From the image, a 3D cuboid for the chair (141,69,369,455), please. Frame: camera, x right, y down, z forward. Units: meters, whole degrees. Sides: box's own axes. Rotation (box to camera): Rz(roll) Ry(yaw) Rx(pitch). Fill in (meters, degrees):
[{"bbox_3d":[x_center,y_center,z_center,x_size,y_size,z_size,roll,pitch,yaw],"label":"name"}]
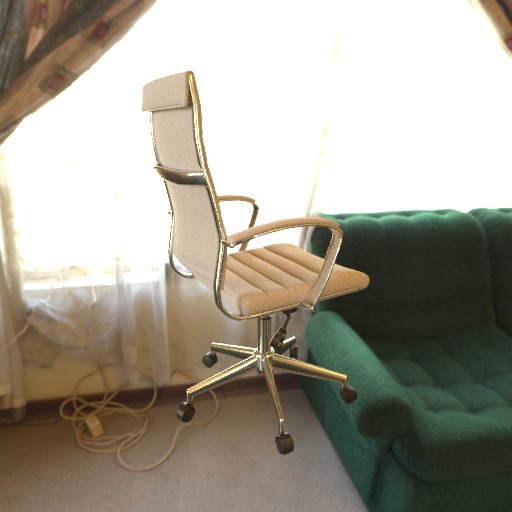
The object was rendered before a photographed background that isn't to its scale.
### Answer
[{"bbox_3d":[0.000,0.000,1.573,0.667,1.149,0.679,-8,18,-27],"label":"chair"}]
